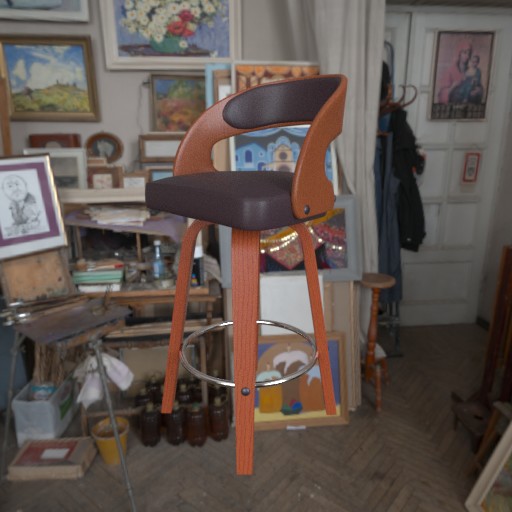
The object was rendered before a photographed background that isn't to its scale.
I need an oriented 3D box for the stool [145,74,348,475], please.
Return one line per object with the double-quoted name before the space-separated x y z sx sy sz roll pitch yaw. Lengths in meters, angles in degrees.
"stool" 0.000 0.000 1.193 0.457 0.940 0.457 -14 21 -42
